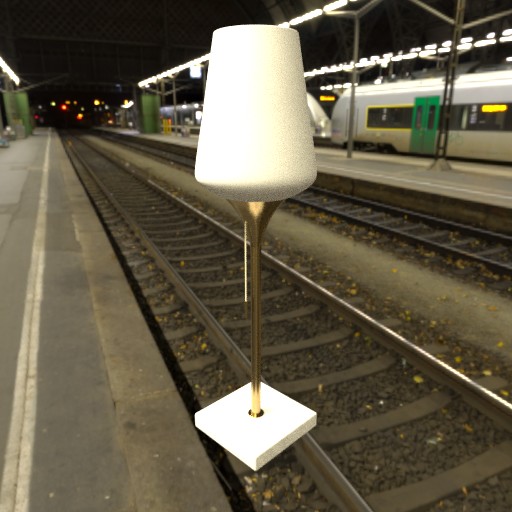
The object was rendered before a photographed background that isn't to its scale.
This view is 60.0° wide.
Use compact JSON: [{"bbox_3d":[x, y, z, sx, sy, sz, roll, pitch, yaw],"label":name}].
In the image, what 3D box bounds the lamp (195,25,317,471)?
[{"bbox_3d":[0.000,0.000,0.702,0.181,0.639,0.181,16,23,42],"label":"lamp"}]
